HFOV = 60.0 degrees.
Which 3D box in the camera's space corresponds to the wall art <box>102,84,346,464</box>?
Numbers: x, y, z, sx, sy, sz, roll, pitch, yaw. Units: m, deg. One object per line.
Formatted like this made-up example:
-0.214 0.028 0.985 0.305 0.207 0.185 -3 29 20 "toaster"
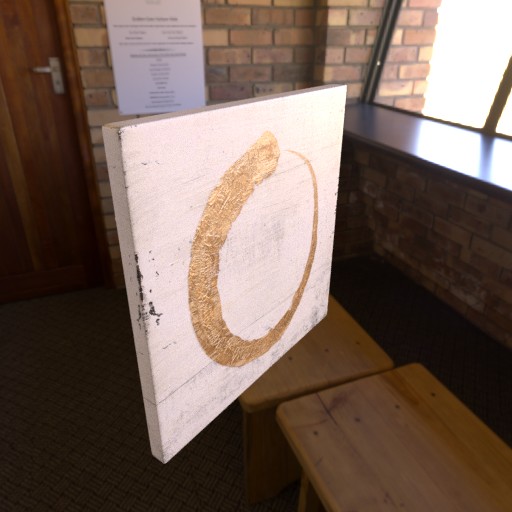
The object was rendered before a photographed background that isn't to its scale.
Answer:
0.000 0.000 0.908 0.040 0.611 0.610 19 33 33 "wall art"
